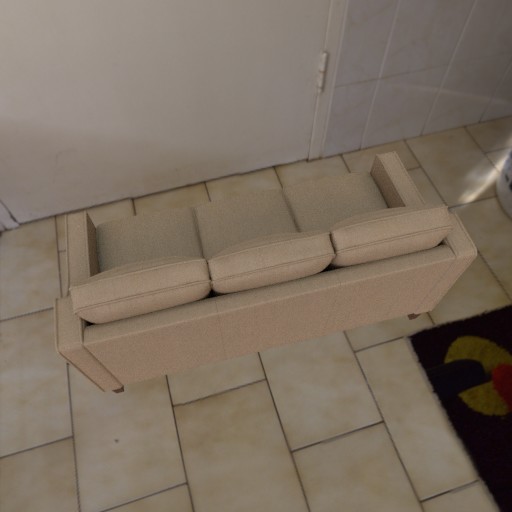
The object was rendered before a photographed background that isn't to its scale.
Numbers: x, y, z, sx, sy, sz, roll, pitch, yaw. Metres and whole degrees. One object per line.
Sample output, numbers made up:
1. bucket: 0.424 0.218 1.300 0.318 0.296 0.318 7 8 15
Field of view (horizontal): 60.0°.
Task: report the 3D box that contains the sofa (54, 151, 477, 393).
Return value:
1. sofa: 0.000 0.000 2.518 1.986 0.974 0.911 -12 59 -8
